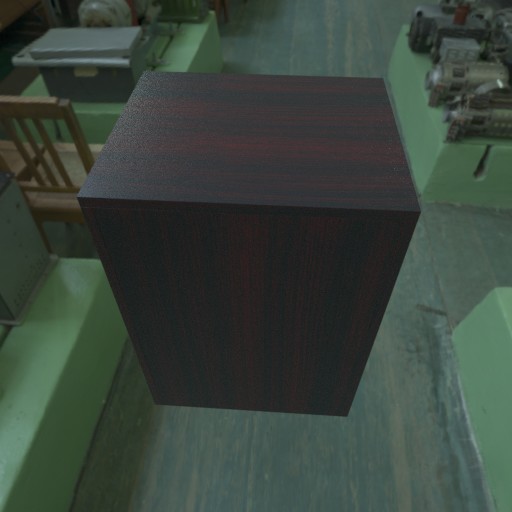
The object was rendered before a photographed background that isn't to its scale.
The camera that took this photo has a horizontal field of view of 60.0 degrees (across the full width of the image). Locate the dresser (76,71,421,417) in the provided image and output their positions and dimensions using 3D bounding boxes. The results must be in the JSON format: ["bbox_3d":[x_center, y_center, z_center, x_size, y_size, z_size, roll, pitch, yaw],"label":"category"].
[{"bbox_3d":[0.000,0.000,0.839,0.400,0.560,0.360,3,47,3],"label":"dresser"}]
